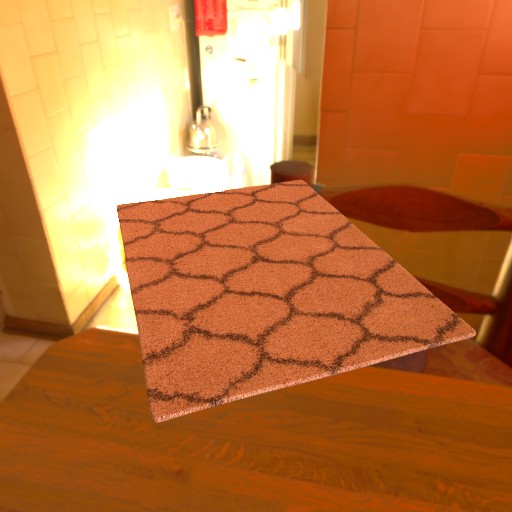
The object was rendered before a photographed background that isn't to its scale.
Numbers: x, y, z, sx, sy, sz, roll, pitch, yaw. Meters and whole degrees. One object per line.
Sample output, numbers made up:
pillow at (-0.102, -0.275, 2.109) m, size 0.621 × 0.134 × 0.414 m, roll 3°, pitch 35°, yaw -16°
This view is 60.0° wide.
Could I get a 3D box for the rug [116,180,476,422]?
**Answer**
rug at (0.000, 0.000, 2.128) m, size 1.200 × 0.025 × 1.600 m, roll -10°, pitch 33°, yaw -16°
